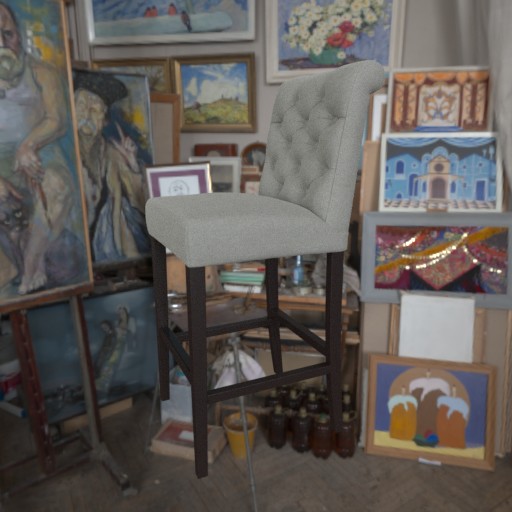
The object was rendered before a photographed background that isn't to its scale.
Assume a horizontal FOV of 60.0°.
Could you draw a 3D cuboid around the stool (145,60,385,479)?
[{"bbox_3d":[0.000,0.000,1.424,0.601,1.140,0.493,-7,16,-24],"label":"stool"}]
